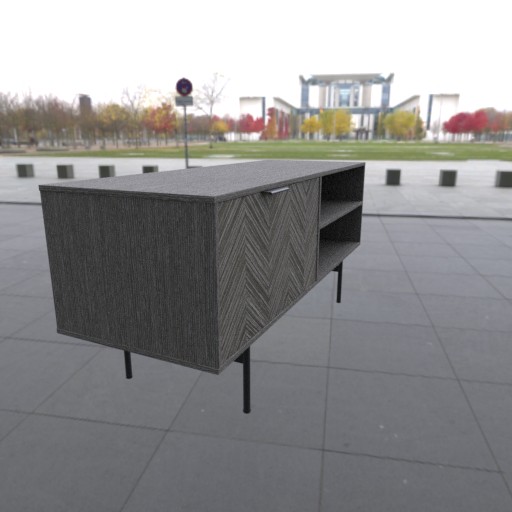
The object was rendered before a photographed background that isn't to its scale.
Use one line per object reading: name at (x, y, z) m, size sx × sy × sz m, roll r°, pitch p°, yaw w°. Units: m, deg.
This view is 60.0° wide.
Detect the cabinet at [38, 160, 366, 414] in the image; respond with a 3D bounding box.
cabinet at (0.000, 0.000, 1.571) m, size 0.500 × 0.599 × 1.300 m, roll 7°, pitch 17°, yaw 25°
